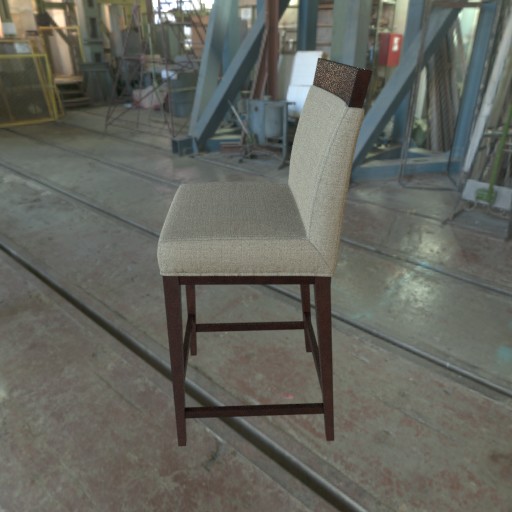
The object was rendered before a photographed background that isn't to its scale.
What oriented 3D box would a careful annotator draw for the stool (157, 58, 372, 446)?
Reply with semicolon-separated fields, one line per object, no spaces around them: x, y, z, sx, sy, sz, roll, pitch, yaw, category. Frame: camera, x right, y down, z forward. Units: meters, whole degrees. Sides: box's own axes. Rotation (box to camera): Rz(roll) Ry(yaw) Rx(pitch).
0.000;0.000;1.260;0.480;1.011;0.463;-1;26;-2;stool
